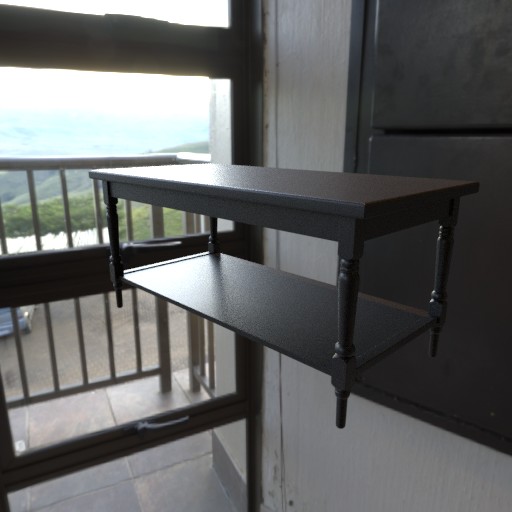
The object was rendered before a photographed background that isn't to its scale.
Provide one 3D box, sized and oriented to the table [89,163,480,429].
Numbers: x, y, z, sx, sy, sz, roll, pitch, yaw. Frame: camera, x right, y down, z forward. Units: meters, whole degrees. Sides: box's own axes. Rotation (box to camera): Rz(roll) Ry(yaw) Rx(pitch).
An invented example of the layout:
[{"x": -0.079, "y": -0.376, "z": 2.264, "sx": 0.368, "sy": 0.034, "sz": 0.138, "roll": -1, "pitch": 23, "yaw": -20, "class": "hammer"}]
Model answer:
[{"x": 0.000, "y": 0.000, "z": 1.416, "sx": 0.550, "sy": 0.510, "sz": 1.107, "roll": -15, "pitch": 21, "yaw": -43, "class": "table"}]
